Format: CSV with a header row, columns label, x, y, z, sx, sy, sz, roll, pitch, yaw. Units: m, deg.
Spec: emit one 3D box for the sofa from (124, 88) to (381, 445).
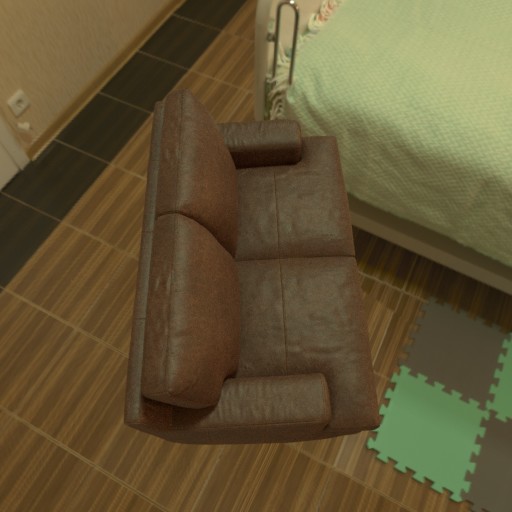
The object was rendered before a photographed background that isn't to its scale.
label,x,y,z,sx,sy,sz,roll,pitch,yaw
sofa,0.000,0.000,2.452,1.143,0.939,1.880,-2,62,-1
